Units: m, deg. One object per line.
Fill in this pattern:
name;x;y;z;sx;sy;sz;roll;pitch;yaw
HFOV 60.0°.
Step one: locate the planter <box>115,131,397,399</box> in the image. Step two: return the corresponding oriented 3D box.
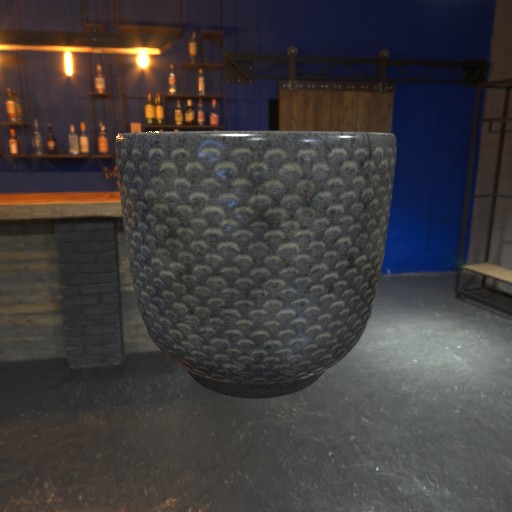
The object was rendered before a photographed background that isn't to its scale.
planter;0.000;0.000;0.244;0.140;0.129;0.140;0;14;0
